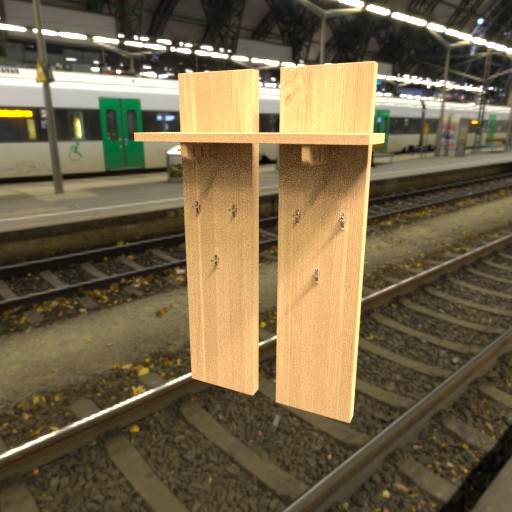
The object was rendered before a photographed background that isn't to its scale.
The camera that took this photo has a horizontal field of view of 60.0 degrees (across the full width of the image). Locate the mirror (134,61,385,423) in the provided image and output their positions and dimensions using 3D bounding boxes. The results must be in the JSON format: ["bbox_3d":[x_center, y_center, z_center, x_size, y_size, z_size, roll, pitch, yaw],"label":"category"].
[{"bbox_3d":[0.000,0.000,1.569,0.800,1.250,0.260,8,18,25],"label":"mirror"}]
